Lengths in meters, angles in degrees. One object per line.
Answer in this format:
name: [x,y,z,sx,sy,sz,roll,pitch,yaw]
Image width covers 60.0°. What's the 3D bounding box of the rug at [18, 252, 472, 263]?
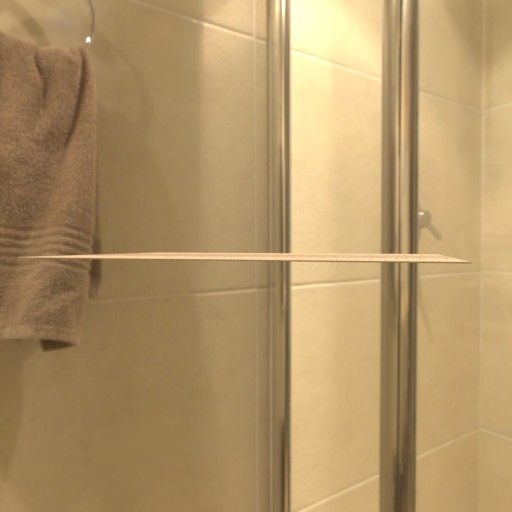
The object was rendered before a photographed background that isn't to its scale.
rug: [0.000,0.000,2.286,1.850,0.006,1.234,0,2,17]
